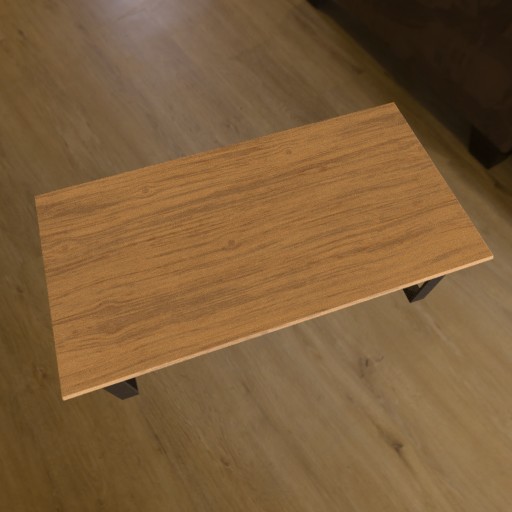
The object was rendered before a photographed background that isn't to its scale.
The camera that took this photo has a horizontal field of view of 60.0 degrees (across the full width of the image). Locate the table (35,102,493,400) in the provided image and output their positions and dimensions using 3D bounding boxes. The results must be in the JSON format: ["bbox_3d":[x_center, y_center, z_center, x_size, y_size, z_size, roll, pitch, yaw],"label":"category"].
[{"bbox_3d":[0.000,0.000,1.624,1.331,0.445,0.693,-17,64,-8],"label":"table"}]
